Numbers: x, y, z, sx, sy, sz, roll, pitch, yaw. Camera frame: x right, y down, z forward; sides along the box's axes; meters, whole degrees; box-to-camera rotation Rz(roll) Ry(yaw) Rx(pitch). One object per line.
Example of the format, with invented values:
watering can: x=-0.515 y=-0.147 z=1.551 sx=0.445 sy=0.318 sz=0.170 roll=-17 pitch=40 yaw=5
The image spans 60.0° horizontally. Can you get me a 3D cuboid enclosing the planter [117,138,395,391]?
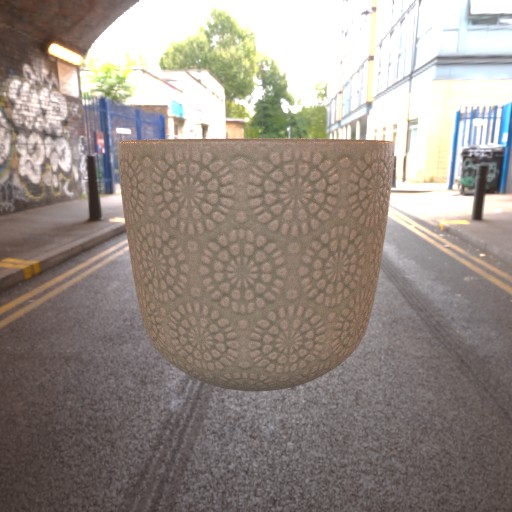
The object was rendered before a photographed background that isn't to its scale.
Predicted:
planter: x=0.000 y=0.000 z=0.219 sx=0.124 sy=0.109 sz=0.124 roll=0 pitch=13 yaw=0
